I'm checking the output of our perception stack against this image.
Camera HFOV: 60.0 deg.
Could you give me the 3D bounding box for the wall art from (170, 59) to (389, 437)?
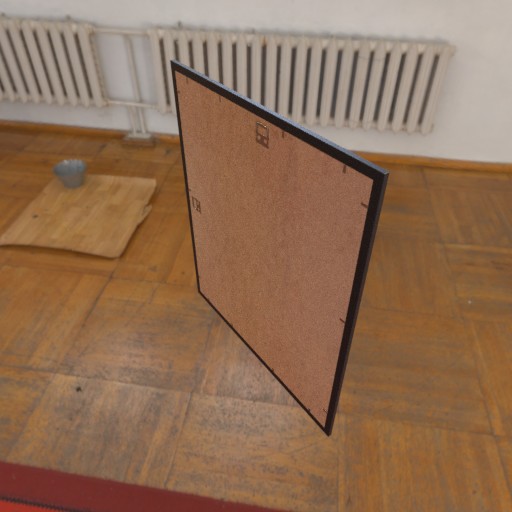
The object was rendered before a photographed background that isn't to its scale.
[{"bbox_3d":[0.000,0.000,0.938,0.018,0.660,0.559,-26,47,-27],"label":"wall art"}]
